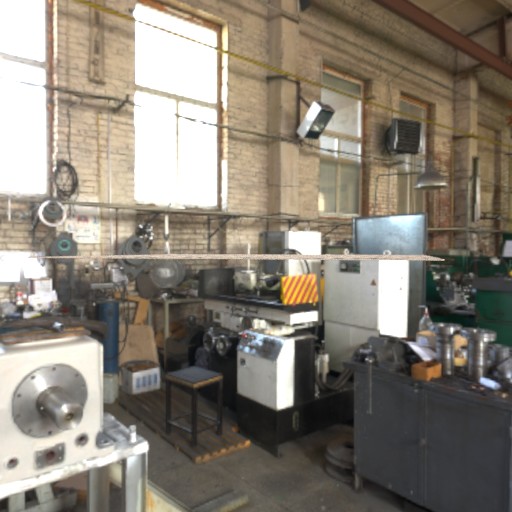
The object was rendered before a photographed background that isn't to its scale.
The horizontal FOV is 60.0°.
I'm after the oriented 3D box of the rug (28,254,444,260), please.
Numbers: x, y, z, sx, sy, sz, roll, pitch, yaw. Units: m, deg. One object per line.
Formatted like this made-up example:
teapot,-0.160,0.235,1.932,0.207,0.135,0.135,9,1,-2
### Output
rug,0.000,0.000,4.334,3.205,0.015,2.437,0,1,18
